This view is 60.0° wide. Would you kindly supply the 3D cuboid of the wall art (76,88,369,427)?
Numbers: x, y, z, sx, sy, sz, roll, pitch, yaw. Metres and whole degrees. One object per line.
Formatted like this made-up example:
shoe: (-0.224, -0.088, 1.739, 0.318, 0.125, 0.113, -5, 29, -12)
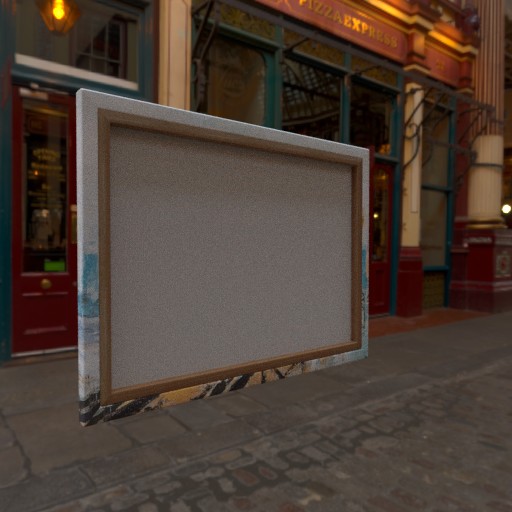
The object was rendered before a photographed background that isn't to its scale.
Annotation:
wall art: (0.000, 0.000, 1.319, 1.016, 0.762, 0.038, -1, 2, -38)
